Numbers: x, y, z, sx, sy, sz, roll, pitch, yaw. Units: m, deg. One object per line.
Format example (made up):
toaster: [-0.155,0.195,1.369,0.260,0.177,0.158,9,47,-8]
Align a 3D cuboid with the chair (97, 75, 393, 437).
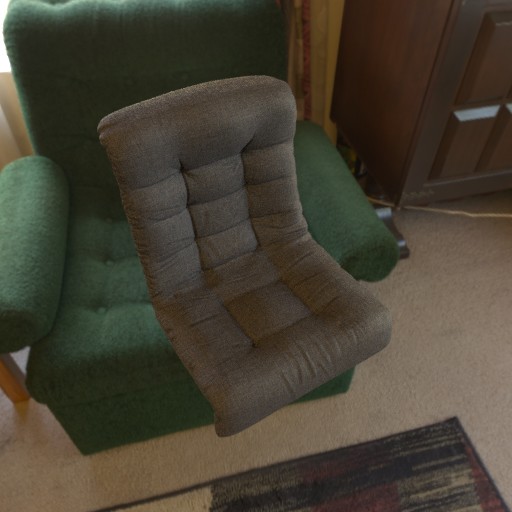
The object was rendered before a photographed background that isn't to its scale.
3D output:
chair: [0.000,0.000,1.252,0.597,0.749,0.668,-23,50,-22]
